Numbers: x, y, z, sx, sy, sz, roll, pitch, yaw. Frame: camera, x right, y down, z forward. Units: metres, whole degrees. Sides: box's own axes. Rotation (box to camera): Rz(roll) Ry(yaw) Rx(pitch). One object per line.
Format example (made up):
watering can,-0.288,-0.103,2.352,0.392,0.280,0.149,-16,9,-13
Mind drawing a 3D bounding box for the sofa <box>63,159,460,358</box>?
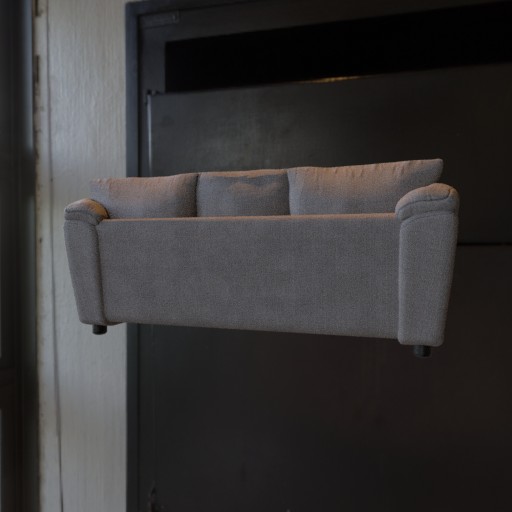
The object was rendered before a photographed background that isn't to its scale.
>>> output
sofa,0.000,0.000,2.786,2.334,0.996,0.878,0,1,18
